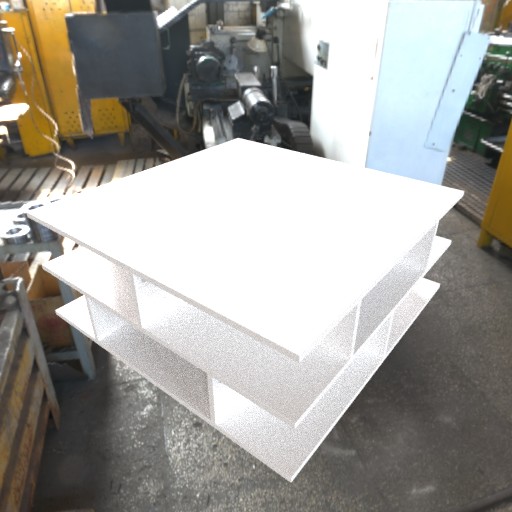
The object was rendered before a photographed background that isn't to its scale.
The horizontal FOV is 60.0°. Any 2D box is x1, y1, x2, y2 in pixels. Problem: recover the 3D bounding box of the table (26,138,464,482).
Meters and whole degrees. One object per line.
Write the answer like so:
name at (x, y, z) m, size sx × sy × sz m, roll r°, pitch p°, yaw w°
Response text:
table at (0.000, 0.000, 1.071) m, size 0.700 × 0.289 × 0.700 m, roll 22°, pitch 38°, yaw 32°
